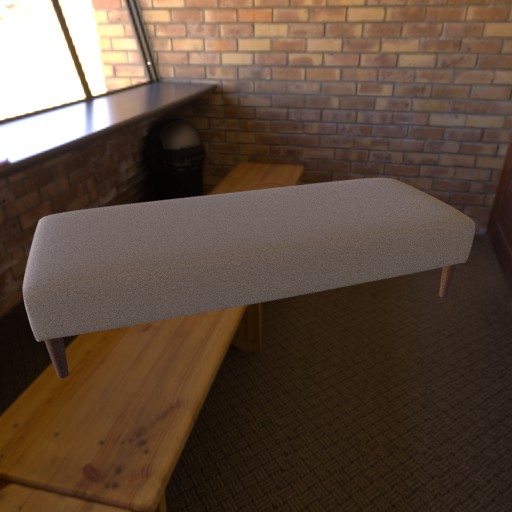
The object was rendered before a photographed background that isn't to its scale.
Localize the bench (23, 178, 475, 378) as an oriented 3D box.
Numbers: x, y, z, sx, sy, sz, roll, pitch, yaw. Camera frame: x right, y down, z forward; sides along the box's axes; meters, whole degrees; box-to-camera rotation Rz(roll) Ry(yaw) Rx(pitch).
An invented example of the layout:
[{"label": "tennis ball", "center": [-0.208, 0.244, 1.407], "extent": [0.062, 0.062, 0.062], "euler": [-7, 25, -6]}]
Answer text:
[{"label": "bench", "center": [0.000, 0.000, 1.789], "extent": [1.598, 0.383, 0.631], "euler": [-9, 29, -16]}]
